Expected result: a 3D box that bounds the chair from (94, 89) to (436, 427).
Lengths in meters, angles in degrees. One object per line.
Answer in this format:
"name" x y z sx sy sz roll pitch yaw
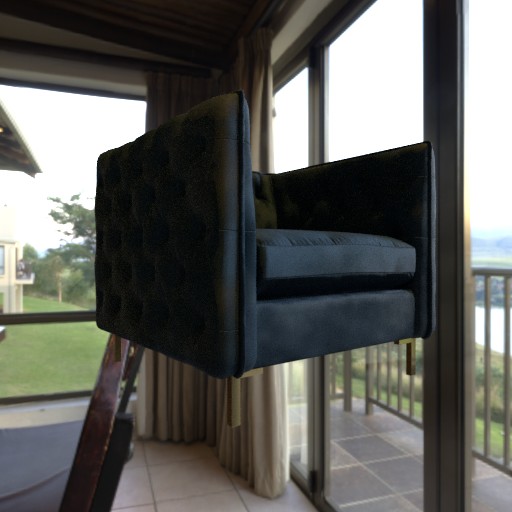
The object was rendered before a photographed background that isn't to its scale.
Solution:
"chair" 0.000 0.000 1.524 0.868 0.771 0.877 0 0 -37
